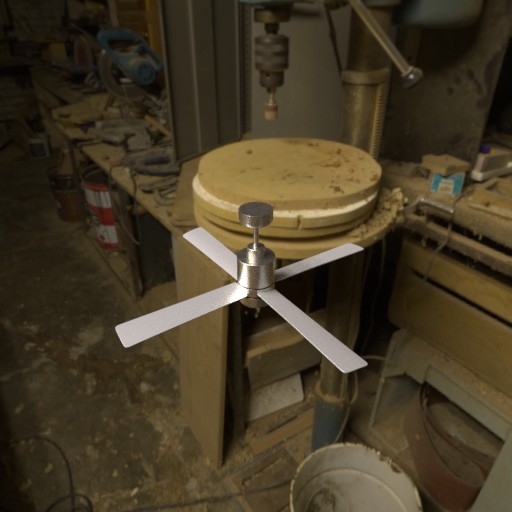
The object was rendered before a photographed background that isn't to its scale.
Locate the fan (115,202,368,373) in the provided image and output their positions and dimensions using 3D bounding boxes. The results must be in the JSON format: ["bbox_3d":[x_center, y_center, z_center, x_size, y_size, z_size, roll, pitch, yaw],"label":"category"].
[{"bbox_3d":[0.000,0.000,2.318,1.525,0.539,1.525,-19,36,-28],"label":"fan"}]
